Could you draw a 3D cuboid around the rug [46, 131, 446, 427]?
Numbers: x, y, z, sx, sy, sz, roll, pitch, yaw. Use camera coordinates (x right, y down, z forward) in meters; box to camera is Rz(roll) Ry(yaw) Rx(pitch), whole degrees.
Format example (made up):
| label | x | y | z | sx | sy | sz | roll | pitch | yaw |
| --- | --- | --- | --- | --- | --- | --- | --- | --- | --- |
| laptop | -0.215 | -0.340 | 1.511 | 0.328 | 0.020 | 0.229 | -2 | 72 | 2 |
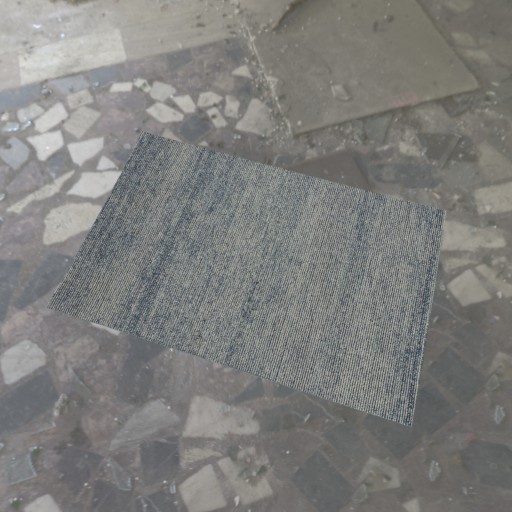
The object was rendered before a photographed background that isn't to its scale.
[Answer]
| label | x | y | z | sx | sy | sz | roll | pitch | yaw |
| --- | --- | --- | --- | --- | --- | --- | --- | --- | --- |
| rug | 0.000 | 0.000 | 2.248 | 1.777 | 0.021 | 1.145 | 16 | 65 | 8 |
